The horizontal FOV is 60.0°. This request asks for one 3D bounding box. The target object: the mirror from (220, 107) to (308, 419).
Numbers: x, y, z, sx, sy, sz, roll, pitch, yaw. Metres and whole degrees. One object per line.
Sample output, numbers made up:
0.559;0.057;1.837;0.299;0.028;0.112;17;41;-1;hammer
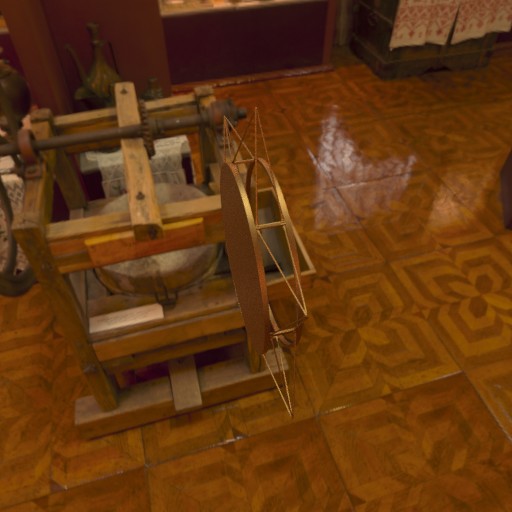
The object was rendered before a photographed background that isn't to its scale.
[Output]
0.000;0.000;0.808;0.062;0.581;0.498;-11;47;-10;mirror
